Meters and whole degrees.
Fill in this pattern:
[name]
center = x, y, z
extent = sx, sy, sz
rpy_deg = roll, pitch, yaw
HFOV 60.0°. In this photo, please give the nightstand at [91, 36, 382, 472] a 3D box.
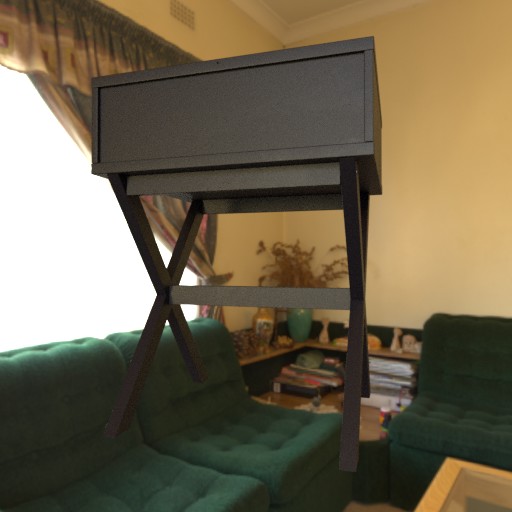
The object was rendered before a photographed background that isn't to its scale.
[nightstand]
center = 0.000, 0.000, 0.892
extent = 0.479, 0.623, 0.402
rpy_deg = 0, -1, 17
